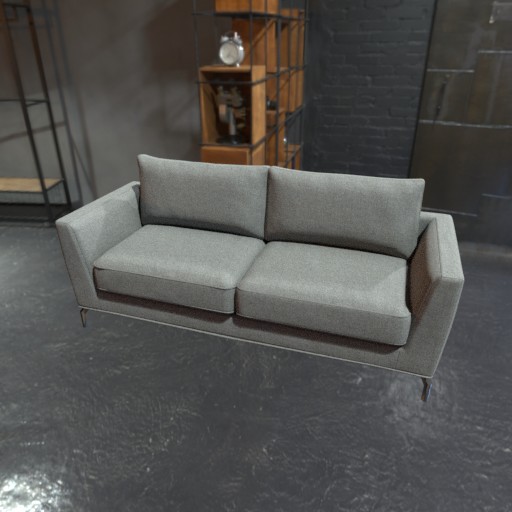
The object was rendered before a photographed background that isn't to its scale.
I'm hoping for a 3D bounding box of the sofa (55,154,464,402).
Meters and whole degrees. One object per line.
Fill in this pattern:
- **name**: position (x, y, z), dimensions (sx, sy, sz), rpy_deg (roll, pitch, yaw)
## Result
- **sofa**: position (0.000, 0.000, 2.717), dimensions (2.212, 1.002, 0.869), rpy_deg (8, 28, 16)
